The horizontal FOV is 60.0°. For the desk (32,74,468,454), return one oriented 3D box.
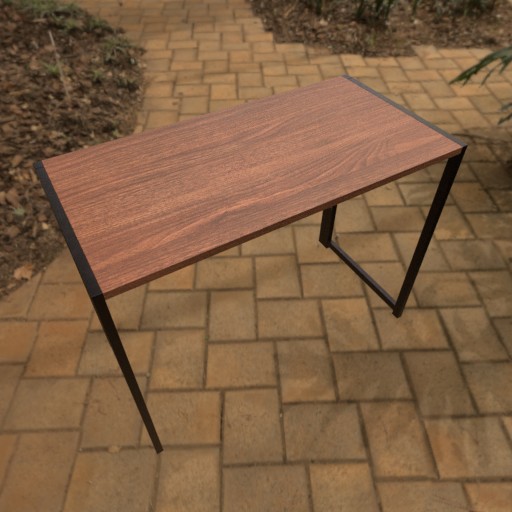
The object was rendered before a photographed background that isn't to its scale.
[{"bbox_3d":[0.000,0.000,1.420,1.016,0.762,0.508,-23,50,-21],"label":"desk"}]
